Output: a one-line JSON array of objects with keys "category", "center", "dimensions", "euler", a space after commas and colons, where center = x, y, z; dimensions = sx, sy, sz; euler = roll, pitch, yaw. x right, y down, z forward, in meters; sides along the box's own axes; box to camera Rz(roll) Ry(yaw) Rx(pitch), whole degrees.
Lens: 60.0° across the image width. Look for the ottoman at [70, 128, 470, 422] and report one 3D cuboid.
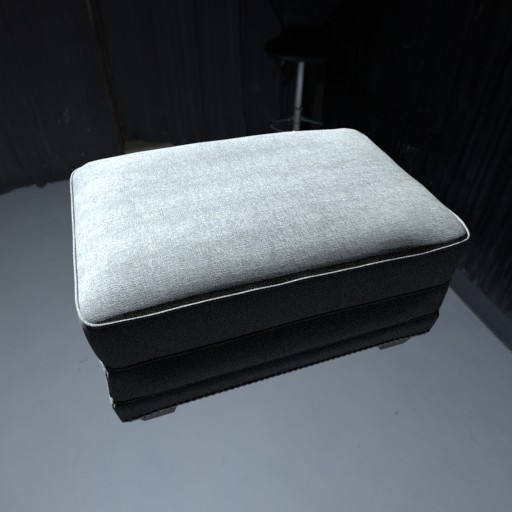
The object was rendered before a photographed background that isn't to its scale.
[{"category": "ottoman", "center": [0.000, 0.000, 1.128], "dimensions": [0.813, 0.457, 0.561], "euler": [-13, 44, -14]}]
